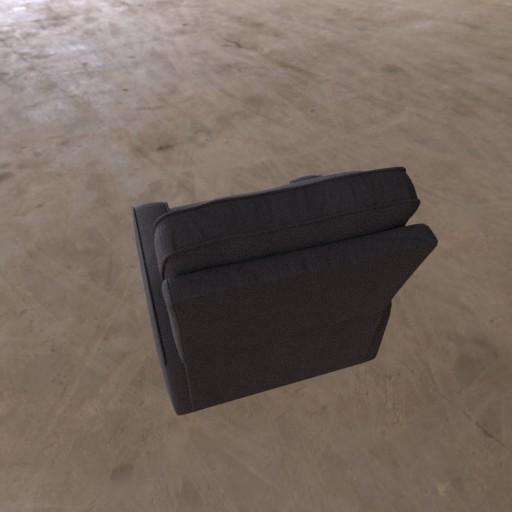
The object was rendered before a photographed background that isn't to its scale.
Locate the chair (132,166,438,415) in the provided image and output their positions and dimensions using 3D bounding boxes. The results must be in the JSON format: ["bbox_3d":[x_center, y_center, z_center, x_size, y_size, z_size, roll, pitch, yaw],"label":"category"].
[{"bbox_3d":[0.000,0.000,1.691,0.861,0.962,0.964,-12,43,-13],"label":"chair"}]
